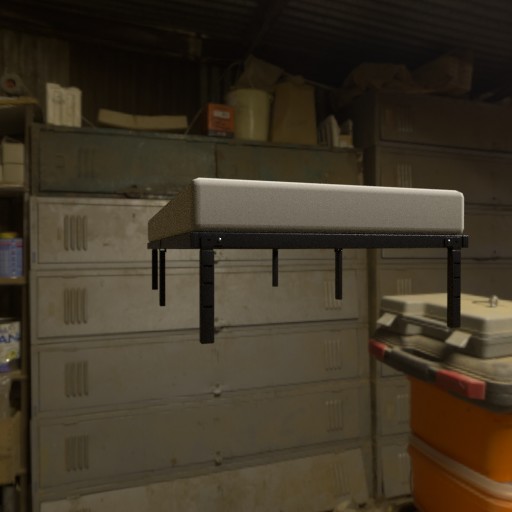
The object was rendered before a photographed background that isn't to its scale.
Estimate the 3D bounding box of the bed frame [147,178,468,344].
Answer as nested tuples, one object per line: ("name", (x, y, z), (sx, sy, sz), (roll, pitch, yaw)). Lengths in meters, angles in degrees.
("bed frame", (0.000, 0.000, 3.236), (1.393, 0.680, 2.635), (0, 1, -17))
